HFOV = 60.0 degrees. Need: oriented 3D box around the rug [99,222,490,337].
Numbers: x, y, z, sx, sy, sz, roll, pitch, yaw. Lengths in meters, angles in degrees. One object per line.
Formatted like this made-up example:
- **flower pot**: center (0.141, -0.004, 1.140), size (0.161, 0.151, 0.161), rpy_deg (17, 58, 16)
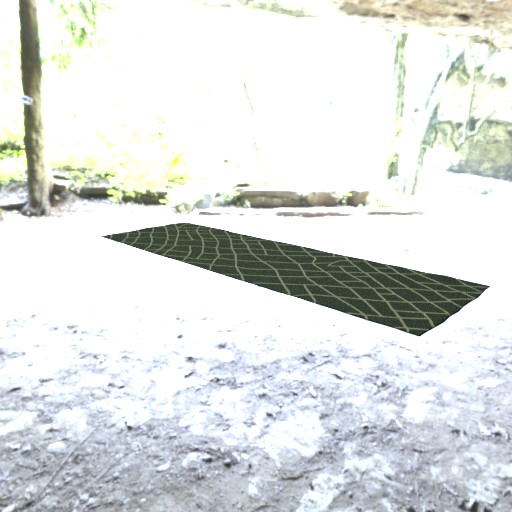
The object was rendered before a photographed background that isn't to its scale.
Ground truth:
- **rug**: center (0.000, 0.000, 2.724), size (2.476, 0.010, 0.807), rpy_deg (14, 20, 42)
